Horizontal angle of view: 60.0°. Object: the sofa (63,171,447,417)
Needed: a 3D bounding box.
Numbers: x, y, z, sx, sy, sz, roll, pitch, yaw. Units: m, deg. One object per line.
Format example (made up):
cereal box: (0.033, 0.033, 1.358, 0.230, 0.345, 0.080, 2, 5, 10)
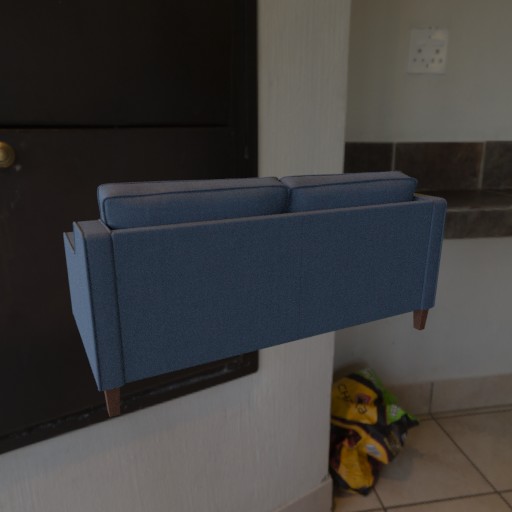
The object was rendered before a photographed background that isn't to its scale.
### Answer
sofa: (0.000, 0.000, 2.850, 2.178, 1.071, 1.066, -8, 17, -27)
